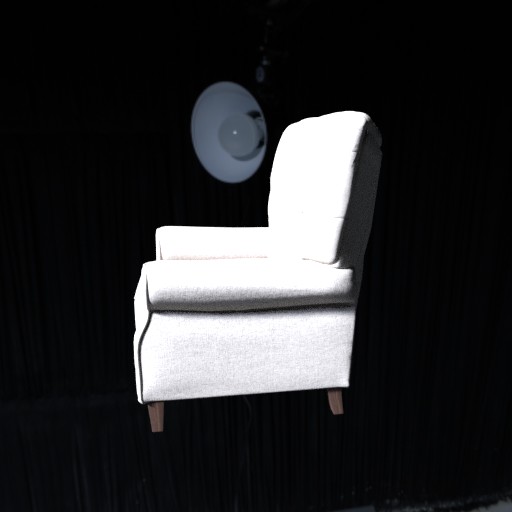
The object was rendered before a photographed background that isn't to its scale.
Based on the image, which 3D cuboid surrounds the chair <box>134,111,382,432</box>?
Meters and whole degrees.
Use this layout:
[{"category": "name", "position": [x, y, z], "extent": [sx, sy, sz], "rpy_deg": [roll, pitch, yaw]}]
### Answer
[{"category": "chair", "position": [0.000, 0.000, 1.975], "extent": [1.025, 1.209, 0.942], "rpy_deg": [-2, 14, -8]}]
